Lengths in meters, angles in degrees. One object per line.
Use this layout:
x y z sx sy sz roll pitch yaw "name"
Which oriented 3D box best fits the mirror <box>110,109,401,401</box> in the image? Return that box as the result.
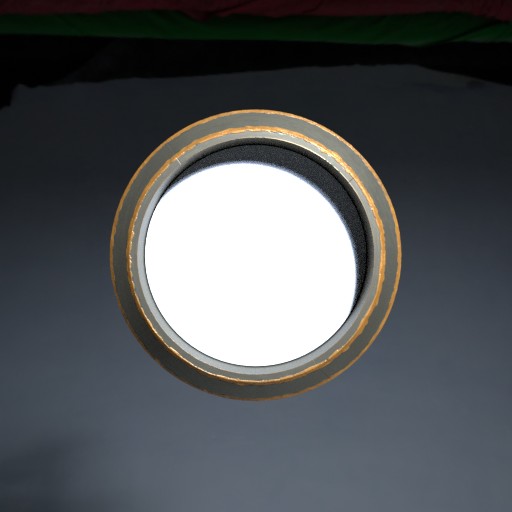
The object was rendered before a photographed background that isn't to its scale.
0.000 0.000 1.361 0.907 0.907 0.111 0 1 0 "mirror"
